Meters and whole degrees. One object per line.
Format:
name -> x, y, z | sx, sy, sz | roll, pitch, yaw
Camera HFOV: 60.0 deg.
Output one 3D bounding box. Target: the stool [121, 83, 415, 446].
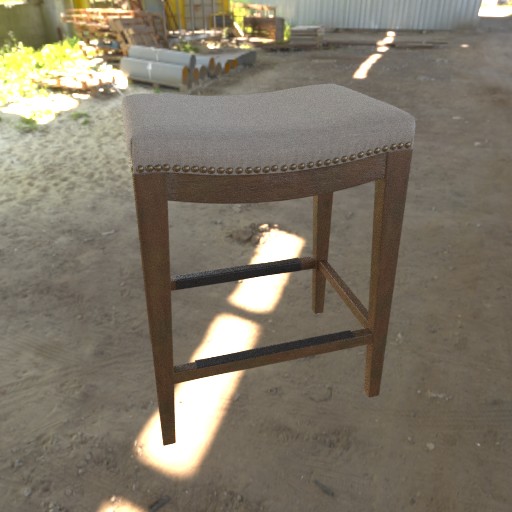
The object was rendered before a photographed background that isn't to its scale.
stool -> 0.000, 0.000, 0.976 | 0.508, 0.660, 0.356 | -8, 31, -14
